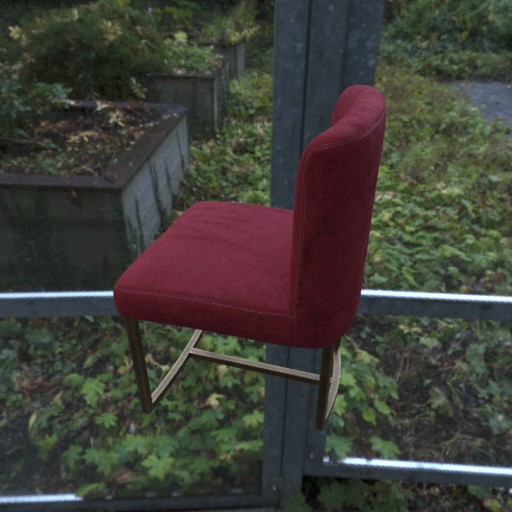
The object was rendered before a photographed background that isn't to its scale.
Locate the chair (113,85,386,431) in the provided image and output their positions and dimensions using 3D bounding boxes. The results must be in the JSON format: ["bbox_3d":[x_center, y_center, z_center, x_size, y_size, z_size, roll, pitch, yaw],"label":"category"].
[{"bbox_3d":[0.000,0.000,1.167,0.560,0.824,0.530,9,32,14],"label":"chair"}]
